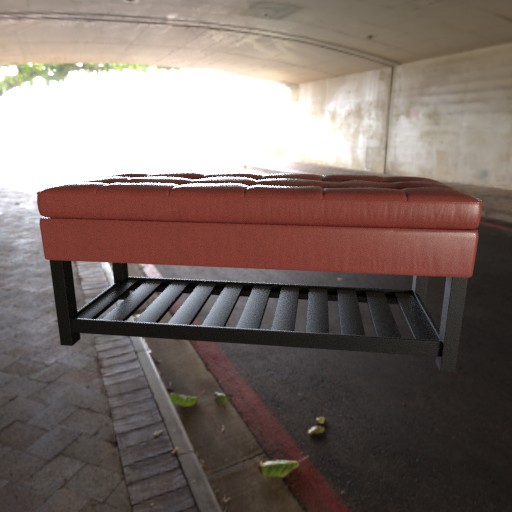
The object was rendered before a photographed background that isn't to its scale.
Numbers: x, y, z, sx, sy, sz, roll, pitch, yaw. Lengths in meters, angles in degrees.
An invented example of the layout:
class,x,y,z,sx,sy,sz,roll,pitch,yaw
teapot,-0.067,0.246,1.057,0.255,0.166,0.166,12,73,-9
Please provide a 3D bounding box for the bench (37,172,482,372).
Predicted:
class,x,y,z,sx,sy,sz,roll,pitch,yaw
bench,0.000,0.000,1.326,1.105,0.460,0.432,2,16,8
